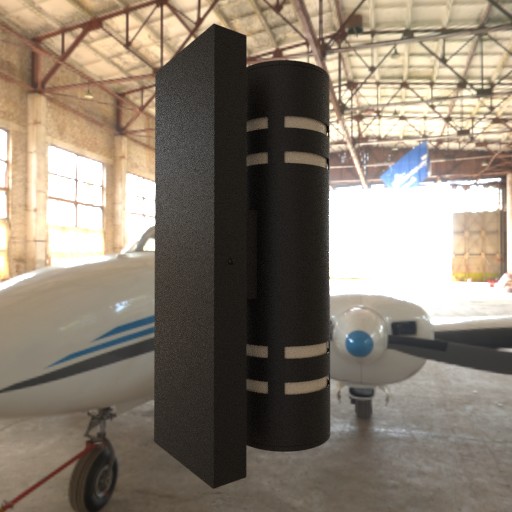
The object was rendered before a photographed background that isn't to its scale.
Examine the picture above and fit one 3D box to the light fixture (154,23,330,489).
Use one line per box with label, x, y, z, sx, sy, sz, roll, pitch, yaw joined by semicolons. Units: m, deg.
light fixture;0.000;0.000;0.399;0.149;0.330;0.105;1;-1;-36
